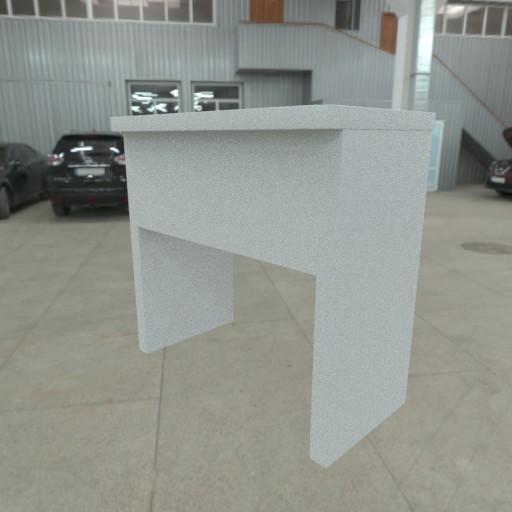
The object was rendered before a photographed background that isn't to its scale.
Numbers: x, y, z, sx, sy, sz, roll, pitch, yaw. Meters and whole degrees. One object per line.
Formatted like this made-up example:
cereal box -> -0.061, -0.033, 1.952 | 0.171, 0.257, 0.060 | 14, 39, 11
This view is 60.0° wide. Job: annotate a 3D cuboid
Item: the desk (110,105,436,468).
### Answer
desk -> 0.000, 0.000, 1.258 | 0.446, 0.760, 0.790 | -14, 21, -43
